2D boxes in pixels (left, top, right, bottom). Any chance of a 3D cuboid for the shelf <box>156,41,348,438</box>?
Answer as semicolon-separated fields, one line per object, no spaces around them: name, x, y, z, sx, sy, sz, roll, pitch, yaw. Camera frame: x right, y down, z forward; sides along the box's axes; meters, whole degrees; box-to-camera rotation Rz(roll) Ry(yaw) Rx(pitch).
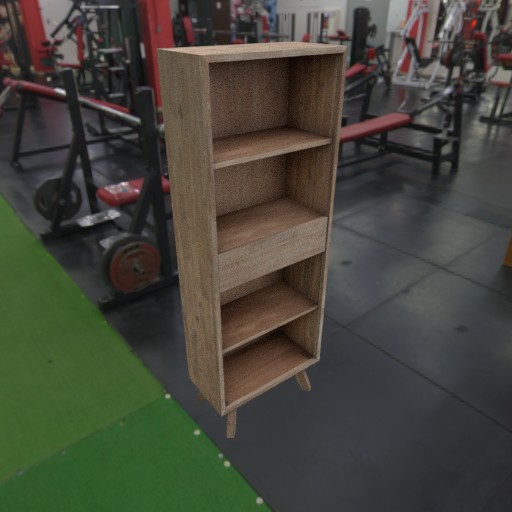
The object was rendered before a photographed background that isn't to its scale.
shelf;0.000;0.000;1.571;0.491;1.342;0.267;-20;35;-32
